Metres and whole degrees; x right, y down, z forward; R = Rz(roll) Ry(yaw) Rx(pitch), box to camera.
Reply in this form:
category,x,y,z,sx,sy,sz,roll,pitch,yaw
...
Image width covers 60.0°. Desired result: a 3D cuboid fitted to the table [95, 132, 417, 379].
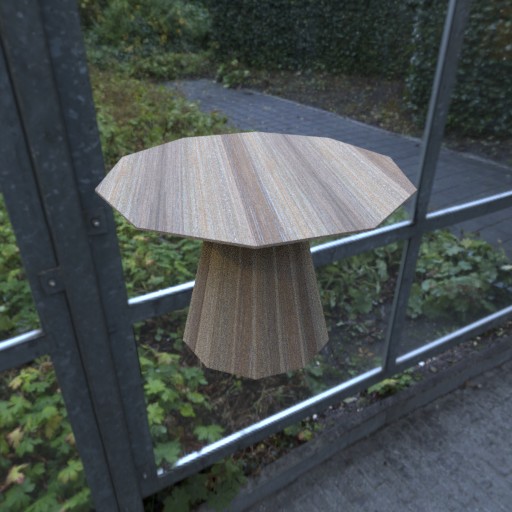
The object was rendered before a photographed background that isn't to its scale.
category,x,y,z,sx,sy,sz,roll,pitch,yaw
table,0.000,0.000,1.901,1.186,0.752,1.186,0,30,0
